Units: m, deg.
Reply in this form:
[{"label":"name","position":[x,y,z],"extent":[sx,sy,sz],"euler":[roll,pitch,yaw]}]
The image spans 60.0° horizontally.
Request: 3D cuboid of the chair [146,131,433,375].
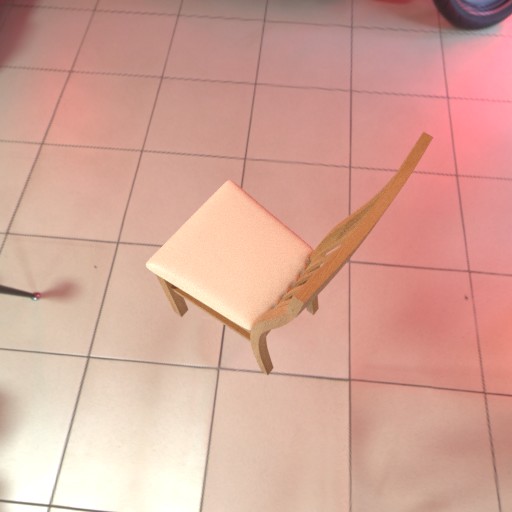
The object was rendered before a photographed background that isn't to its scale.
[{"label":"chair","position":[0.000,0.000,1.357],"extent":[0.580,1.050,0.450],"euler":[35,69,16]}]
